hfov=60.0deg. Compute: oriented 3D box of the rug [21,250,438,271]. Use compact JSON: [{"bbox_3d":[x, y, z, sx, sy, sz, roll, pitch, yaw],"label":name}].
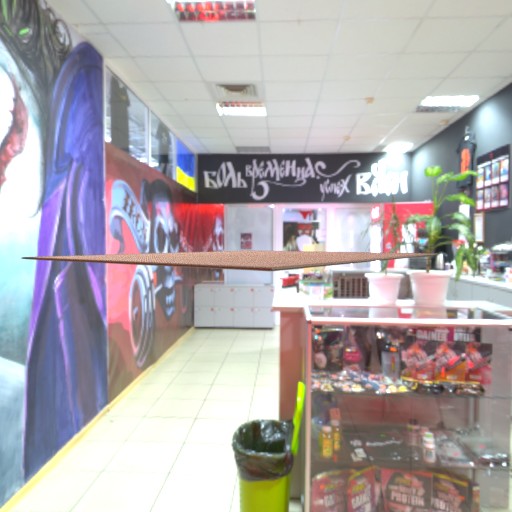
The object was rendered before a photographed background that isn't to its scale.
[{"bbox_3d":[0.000,0.000,4.005,2.413,0.020,3.041,1,2,36],"label":"rug"}]
